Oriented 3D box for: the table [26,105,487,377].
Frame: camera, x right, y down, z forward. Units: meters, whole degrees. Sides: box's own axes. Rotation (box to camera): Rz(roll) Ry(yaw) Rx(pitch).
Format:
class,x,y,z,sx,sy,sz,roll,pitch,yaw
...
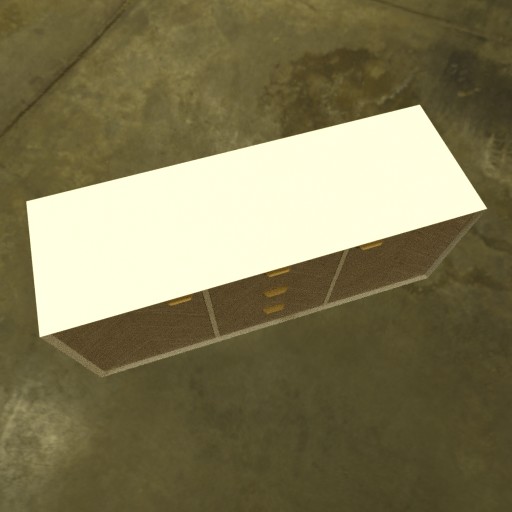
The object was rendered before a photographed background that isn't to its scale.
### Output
class,x,y,z,sx,sy,sz,roll,pitch,yaw
table,0.000,0.000,1.865,1.500,0.769,0.508,-16,64,-8
